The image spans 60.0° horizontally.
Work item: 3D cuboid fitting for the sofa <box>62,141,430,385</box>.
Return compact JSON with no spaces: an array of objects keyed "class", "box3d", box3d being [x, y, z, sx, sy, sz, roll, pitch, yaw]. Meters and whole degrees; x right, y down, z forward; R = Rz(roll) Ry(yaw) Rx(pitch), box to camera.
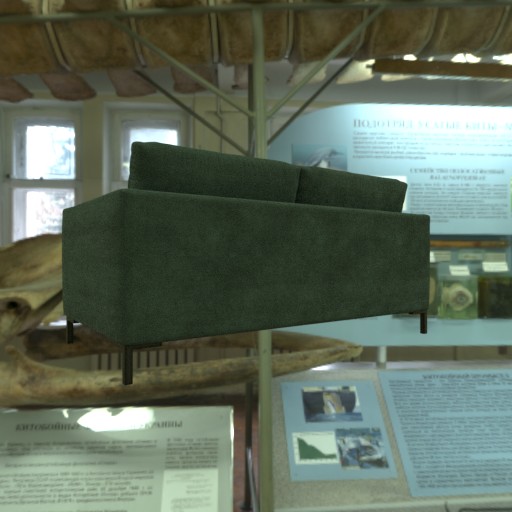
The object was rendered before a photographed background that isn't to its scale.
[{"class":"sofa","box3d":[0.000,0.000,2.210,1.676,0.817,0.875,0,0,-35]}]
